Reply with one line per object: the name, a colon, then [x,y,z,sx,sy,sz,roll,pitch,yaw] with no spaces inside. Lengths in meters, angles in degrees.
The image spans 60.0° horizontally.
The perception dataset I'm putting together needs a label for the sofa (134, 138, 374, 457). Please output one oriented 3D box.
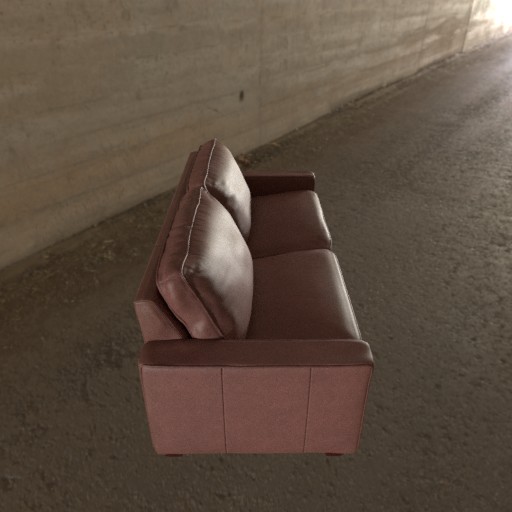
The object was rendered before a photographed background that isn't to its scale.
sofa: [0.000,0.000,2.605,0.940,0.919,2.080,0,31,0]
